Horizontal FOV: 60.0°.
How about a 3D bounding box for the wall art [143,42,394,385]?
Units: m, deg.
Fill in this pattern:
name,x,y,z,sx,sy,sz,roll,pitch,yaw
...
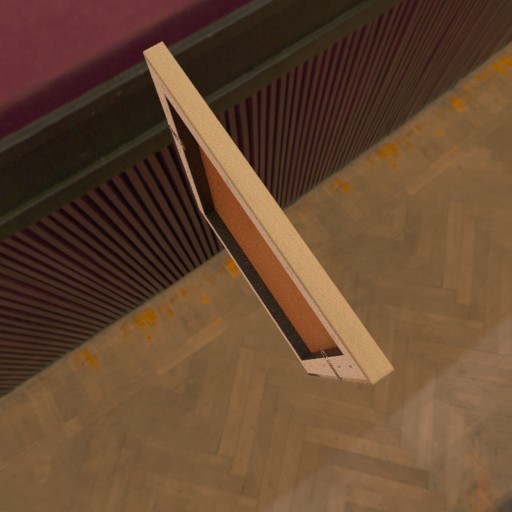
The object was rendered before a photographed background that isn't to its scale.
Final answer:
name,x,y,z,sx,sy,sz,roll,pitch,yaw
wall art,0.000,0.000,0.984,0.041,0.710,0.608,-32,78,-8
